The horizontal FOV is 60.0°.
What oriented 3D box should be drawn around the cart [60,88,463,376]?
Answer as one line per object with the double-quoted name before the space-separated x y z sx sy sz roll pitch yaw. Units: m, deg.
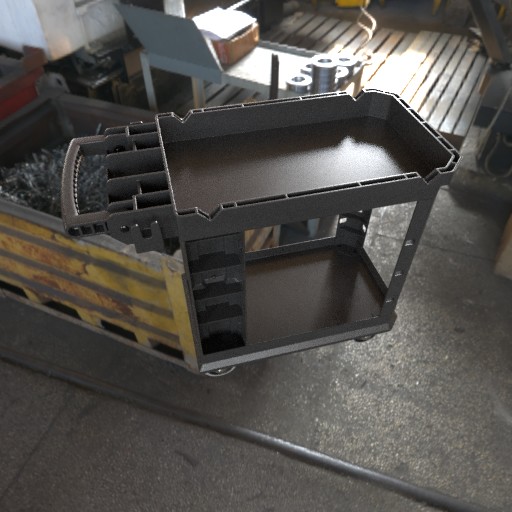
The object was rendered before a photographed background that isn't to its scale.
"cart" 0.000 0.000 1.552 1.061 0.884 0.497 -10 47 -10
